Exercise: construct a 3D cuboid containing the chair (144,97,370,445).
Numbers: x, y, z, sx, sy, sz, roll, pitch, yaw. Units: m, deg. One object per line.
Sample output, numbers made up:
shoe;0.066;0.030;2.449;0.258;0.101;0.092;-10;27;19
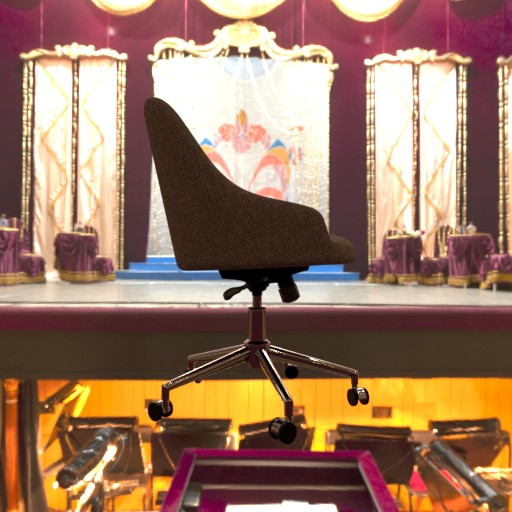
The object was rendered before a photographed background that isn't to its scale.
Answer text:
chair;0.000;0.000;1.433;0.712;0.950;0.671;0;0;-1
